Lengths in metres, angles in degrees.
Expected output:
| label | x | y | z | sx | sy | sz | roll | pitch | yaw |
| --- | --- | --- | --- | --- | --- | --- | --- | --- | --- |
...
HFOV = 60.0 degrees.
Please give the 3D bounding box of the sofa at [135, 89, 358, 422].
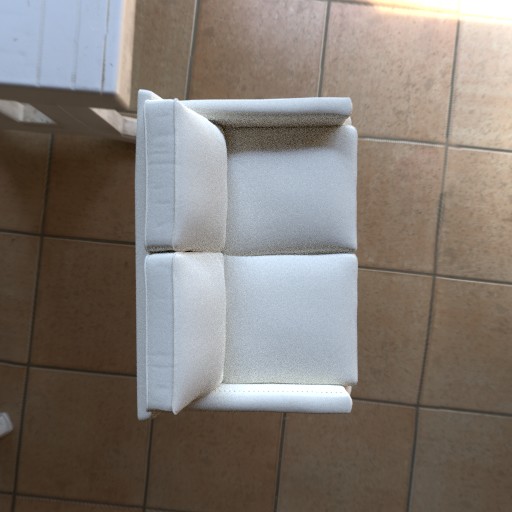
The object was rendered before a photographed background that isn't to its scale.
| label | x | y | z | sx | sy | sz | roll | pitch | yaw |
| --- | --- | --- | --- | --- | --- | --- | --- | --- | --- |
| sofa | 0.000 | 0.000 | 2.340 | 1.084 | 1.003 | 1.597 | 0 | 90 | 0 |
